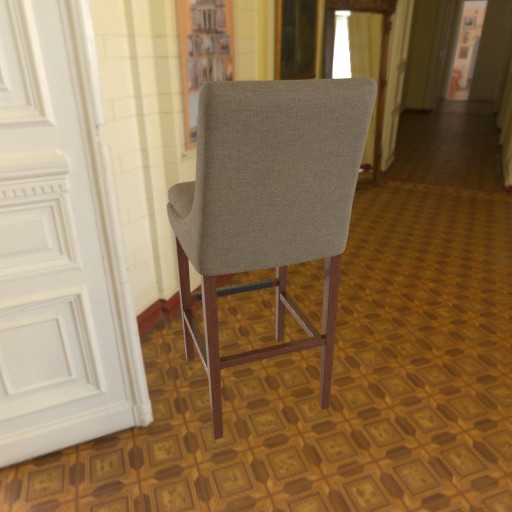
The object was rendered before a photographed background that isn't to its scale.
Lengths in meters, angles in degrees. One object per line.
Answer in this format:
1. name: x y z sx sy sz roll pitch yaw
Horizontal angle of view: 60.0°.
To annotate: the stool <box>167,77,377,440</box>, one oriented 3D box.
1. stool: 0.000 0.000 1.408 0.470 1.078 0.577 -9 27 -18
